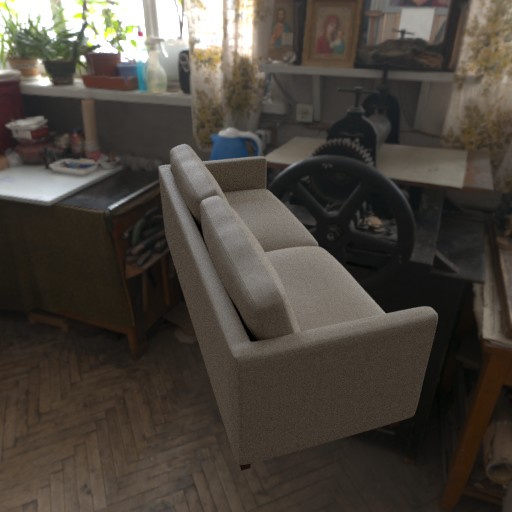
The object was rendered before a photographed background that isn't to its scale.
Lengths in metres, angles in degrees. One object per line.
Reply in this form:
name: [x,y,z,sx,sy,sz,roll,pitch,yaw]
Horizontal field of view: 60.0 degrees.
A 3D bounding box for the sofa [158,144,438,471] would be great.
sofa: [0.000,0.000,2.906,0.951,0.965,2.434,-9,31,-15]
